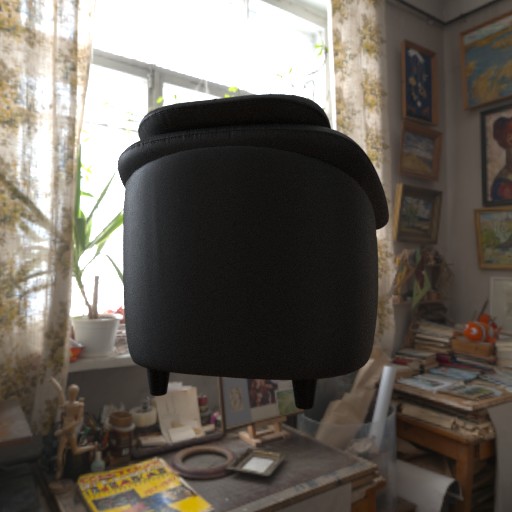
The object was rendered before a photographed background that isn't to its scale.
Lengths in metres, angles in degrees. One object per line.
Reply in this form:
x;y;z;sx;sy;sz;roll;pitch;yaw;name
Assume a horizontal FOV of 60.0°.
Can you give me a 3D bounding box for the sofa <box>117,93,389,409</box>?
0.000;0.000;1.504;0.870;0.811;0.794;0;-1;16;sofa
